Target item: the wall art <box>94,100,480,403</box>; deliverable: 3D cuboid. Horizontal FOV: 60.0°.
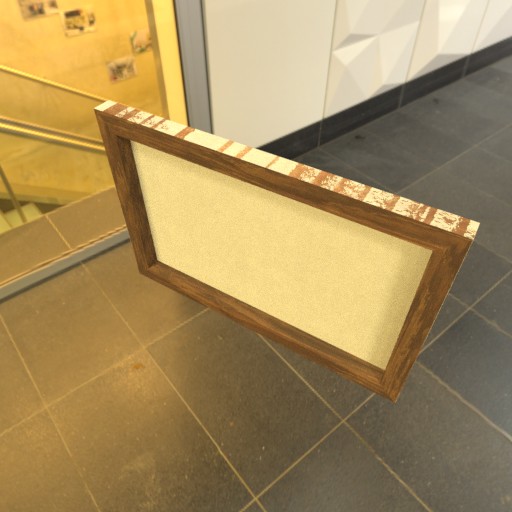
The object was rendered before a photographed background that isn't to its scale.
[{"bbox_3d":[0.000,0.000,0.777,0.609,0.405,0.035,23,50,21],"label":"wall art"}]
